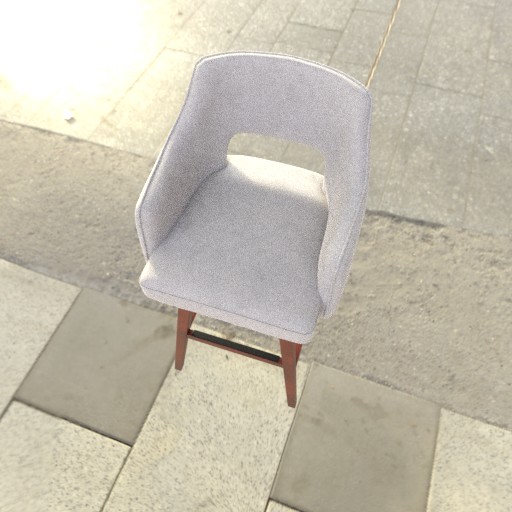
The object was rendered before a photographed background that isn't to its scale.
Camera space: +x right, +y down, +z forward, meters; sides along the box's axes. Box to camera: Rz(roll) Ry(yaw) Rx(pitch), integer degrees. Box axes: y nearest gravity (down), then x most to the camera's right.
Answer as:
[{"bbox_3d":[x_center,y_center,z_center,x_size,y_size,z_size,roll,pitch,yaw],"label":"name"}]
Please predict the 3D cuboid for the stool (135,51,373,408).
[{"bbox_3d":[0.000,0.000,1.357,0.548,1.012,0.558,15,59,10],"label":"stool"}]
